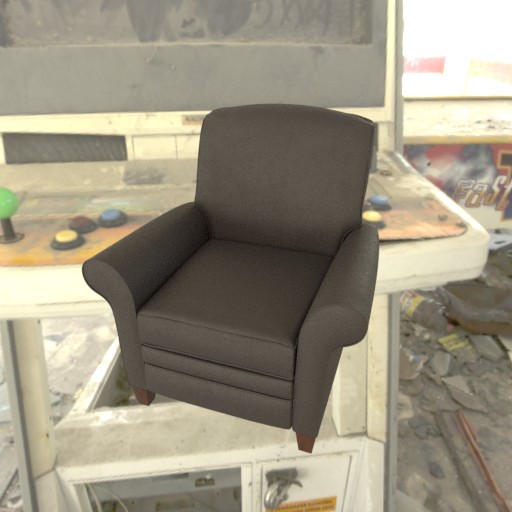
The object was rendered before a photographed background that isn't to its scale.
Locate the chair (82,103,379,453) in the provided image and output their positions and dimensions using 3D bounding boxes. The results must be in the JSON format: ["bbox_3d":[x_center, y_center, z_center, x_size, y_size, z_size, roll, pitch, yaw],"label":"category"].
[{"bbox_3d":[0.000,0.000,1.784,0.978,1.061,0.902,9,28,17],"label":"chair"}]
